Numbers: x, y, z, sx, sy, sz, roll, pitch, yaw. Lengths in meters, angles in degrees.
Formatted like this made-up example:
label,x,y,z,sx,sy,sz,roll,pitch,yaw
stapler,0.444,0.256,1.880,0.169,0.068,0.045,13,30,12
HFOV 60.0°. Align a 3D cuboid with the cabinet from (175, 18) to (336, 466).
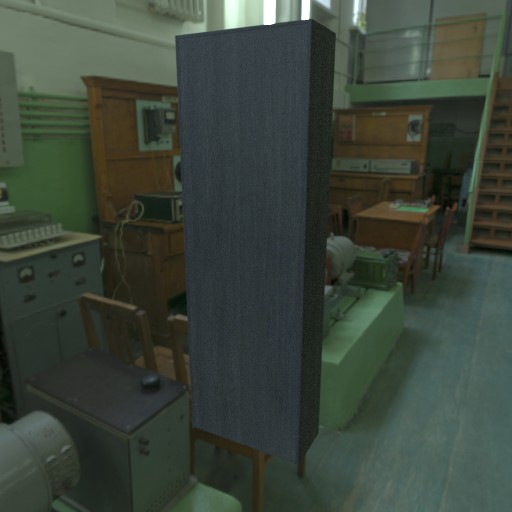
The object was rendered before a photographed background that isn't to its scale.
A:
label,x,y,z,sx,sy,sz,roll,pitch,yaw
cabinet,0.000,0.000,1.792,0.520,1.630,0.255,8,17,27
